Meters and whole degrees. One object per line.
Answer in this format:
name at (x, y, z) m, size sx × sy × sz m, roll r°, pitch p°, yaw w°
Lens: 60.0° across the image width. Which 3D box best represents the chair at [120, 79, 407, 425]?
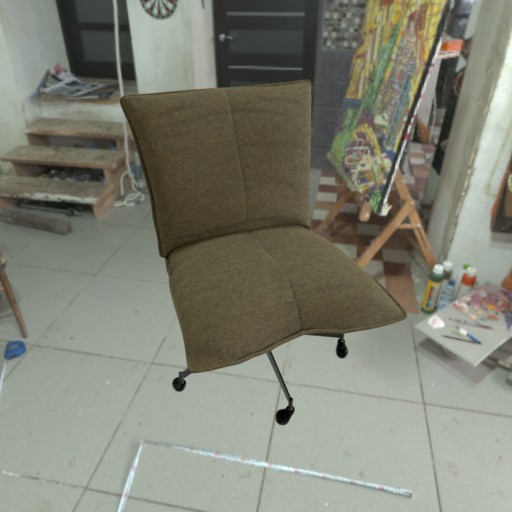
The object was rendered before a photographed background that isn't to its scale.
chair at (0.000, 0.000, 1.280) m, size 0.597 × 0.811 × 0.696 m, roll -10°, pitch 34°, yaw -15°
